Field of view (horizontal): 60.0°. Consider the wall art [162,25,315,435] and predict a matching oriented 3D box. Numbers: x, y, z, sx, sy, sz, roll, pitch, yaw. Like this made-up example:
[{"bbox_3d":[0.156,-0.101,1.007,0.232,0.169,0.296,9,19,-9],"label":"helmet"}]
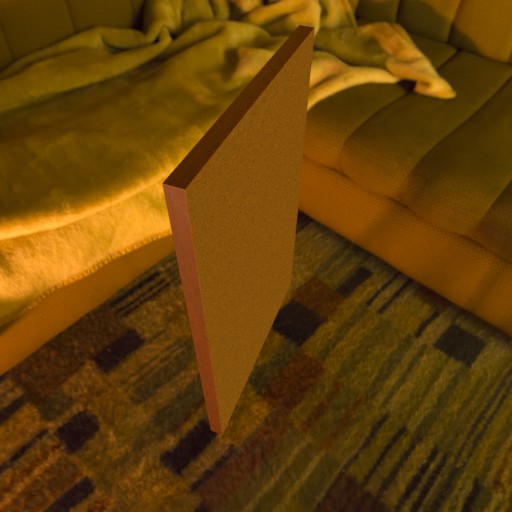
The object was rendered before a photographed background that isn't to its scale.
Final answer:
[{"bbox_3d":[0.000,0.000,1.144,0.037,0.914,0.610,17,50,15],"label":"wall art"}]
